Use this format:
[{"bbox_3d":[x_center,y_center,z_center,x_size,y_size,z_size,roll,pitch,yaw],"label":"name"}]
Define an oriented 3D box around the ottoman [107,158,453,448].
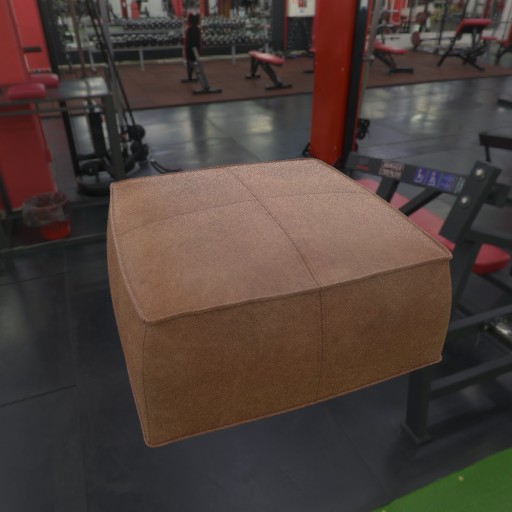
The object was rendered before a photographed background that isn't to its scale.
[{"bbox_3d":[0.000,0.000,1.406,0.901,0.395,0.902,-11,33,-17],"label":"ottoman"}]
